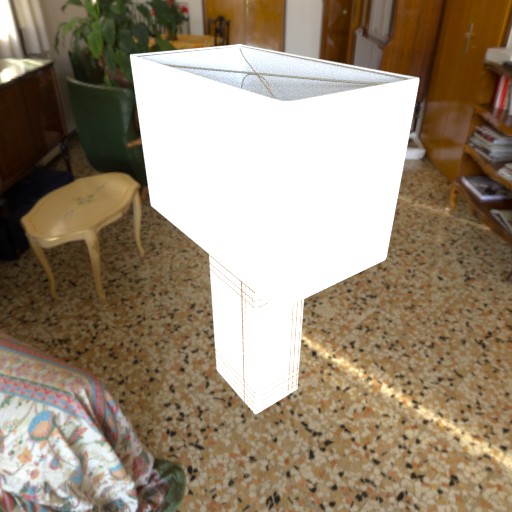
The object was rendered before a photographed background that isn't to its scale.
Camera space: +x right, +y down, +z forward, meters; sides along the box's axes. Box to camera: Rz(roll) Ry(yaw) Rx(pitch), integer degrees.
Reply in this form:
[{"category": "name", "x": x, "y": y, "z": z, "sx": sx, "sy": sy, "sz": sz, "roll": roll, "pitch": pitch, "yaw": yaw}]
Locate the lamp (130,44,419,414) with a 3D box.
[{"category": "lamp", "x": 0.000, "y": 0.000, "z": 0.675, "sx": 0.182, "sy": 0.543, "sz": 0.334, "roll": -21, "pitch": 38, "yaw": -30}]
